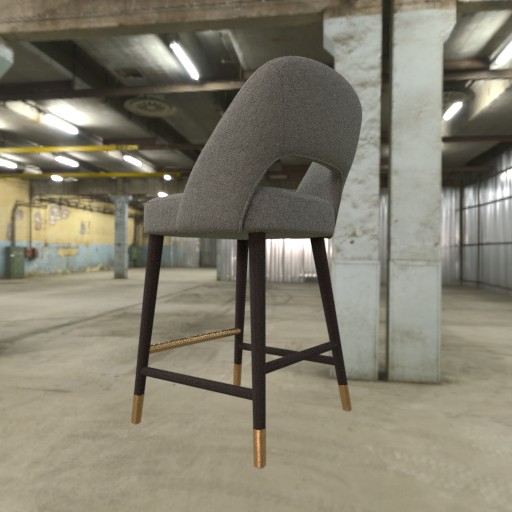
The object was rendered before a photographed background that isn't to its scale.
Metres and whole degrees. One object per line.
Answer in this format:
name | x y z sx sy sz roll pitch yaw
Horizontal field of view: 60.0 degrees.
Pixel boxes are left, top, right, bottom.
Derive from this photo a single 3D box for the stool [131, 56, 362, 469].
stool | 0.000 0.000 1.251 0.524 0.925 0.536 0 0 37
